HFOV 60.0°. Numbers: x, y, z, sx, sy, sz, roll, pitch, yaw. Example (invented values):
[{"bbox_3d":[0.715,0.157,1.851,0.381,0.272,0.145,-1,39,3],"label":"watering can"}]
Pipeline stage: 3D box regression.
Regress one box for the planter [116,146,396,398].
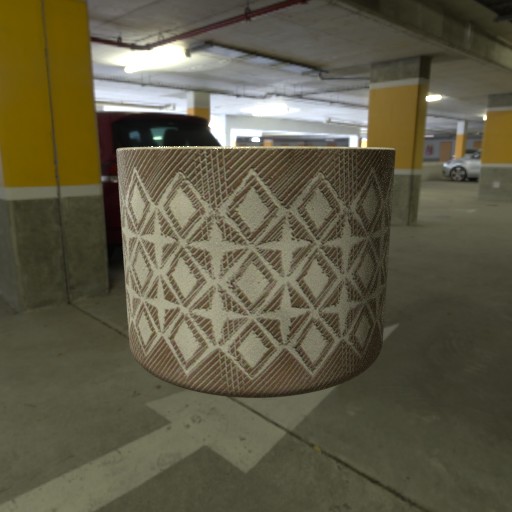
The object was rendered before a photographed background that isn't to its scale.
[{"bbox_3d":[0.000,0.000,0.221,0.126,0.104,0.126,0,13,0],"label":"planter"}]
